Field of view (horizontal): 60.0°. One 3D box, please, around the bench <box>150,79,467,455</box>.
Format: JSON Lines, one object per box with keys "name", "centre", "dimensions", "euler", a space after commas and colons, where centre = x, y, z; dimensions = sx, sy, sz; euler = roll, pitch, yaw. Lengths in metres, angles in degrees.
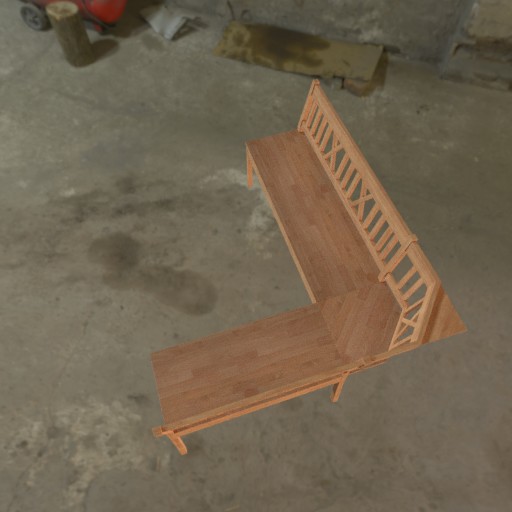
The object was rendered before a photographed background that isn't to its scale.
{"name": "bench", "centre": [0.000, 0.000, 2.837], "dimensions": [1.537, 0.902, 1.937], "euler": [-16, 60, -9]}
